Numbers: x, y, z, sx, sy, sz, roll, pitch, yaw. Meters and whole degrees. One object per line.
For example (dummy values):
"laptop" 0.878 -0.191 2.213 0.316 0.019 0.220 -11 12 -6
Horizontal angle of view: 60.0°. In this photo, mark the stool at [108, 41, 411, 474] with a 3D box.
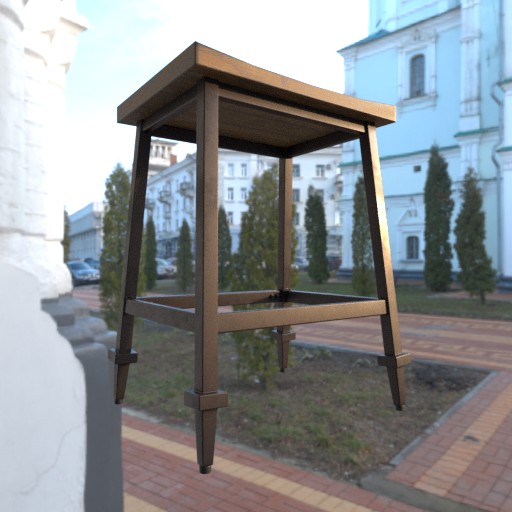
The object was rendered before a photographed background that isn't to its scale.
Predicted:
"stool" 0.000 0.000 0.922 0.486 0.625 0.405 0 -1 -36
